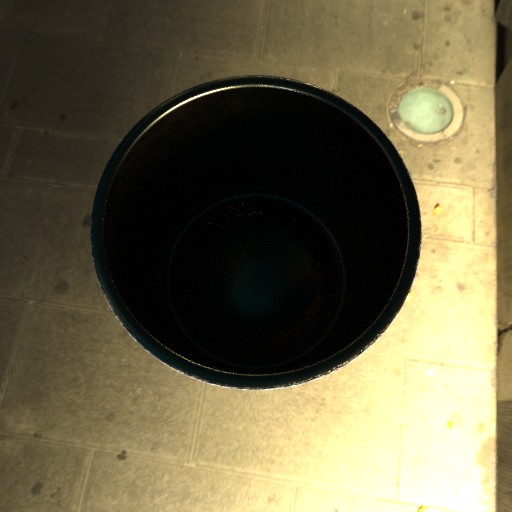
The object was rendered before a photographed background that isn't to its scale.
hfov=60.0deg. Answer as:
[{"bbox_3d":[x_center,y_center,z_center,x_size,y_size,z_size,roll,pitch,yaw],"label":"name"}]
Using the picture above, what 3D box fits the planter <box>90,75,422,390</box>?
[{"bbox_3d":[0.000,0.000,0.385,0.221,0.201,0.221,0,75,0],"label":"planter"}]
